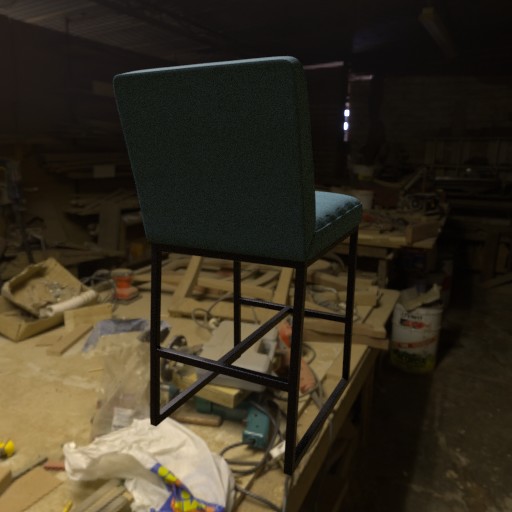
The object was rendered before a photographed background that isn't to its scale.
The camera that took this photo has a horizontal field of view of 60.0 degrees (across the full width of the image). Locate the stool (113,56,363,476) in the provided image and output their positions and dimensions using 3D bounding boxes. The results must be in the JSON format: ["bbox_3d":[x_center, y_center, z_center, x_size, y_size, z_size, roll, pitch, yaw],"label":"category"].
[{"bbox_3d":[0.000,0.000,1.250,0.460,0.940,0.560,7,16,27],"label":"stool"}]
